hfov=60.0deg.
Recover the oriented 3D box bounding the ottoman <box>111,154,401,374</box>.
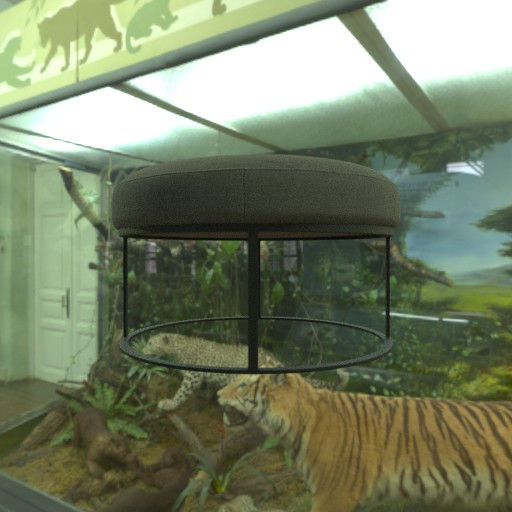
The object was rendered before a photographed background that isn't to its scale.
[{"bbox_3d":[0.000,0.000,1.235,0.772,0.460,0.772,0,1,0],"label":"ottoman"}]
